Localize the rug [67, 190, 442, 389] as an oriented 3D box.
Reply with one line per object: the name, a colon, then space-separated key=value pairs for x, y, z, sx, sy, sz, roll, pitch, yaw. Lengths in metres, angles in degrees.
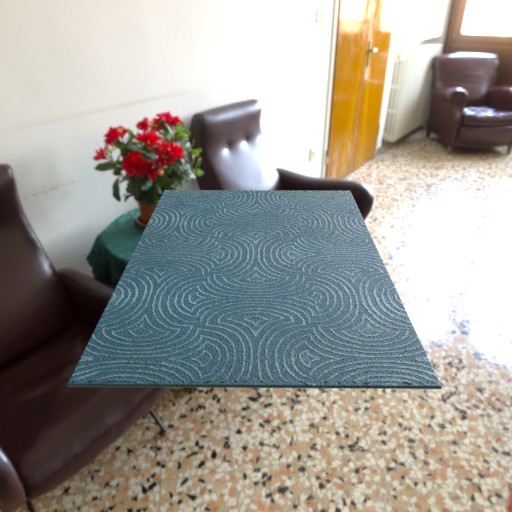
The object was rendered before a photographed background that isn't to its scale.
rug: x=0.000 y=0.000 z=2.750 sx=1.543 sy=0.015 sz=2.144 roll=0 pitch=30 yaw=0
